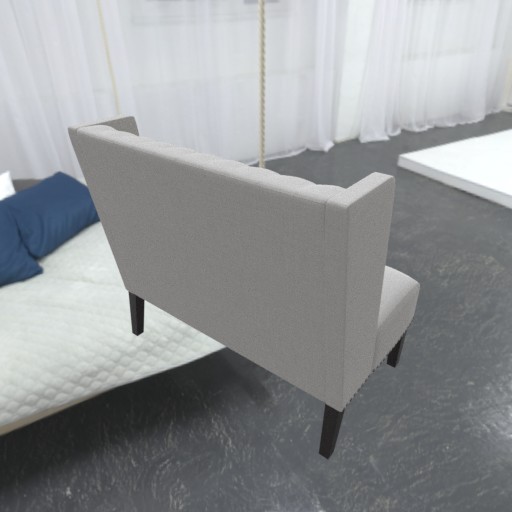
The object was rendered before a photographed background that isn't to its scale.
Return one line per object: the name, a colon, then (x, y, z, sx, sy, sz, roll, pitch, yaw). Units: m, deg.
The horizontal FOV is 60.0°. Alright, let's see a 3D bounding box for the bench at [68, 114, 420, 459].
bench: (0.000, 0.000, 1.986, 1.280, 1.123, 0.847, 22, 37, 33)
